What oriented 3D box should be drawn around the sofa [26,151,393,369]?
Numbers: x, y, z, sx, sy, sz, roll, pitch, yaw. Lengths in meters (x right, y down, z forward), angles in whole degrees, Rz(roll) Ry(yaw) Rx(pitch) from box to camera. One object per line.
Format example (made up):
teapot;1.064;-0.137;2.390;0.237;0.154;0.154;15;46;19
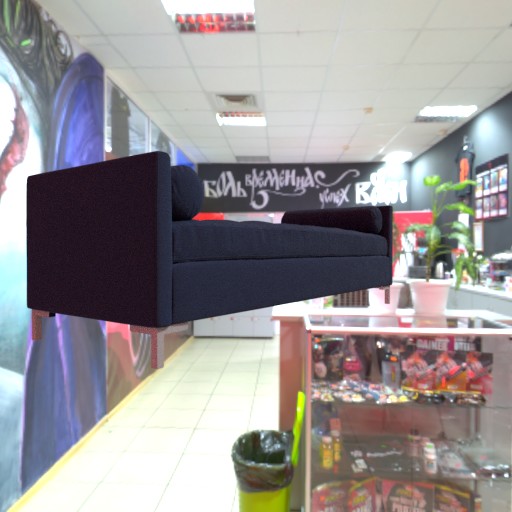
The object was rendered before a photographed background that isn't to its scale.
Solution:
sofa;0.000;0.000;2.377;0.797;0.657;2.102;1;1;36
